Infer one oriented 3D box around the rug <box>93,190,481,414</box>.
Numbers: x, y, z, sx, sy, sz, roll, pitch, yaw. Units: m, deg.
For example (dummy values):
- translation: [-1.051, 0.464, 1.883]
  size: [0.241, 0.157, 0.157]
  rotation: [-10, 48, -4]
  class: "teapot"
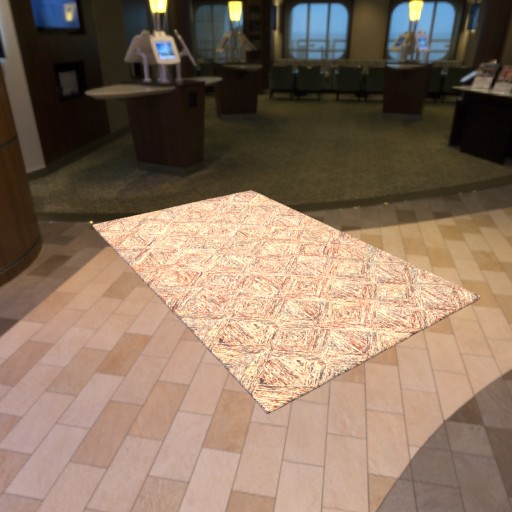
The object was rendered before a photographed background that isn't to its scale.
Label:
- translation: [0.000, 0.000, 2.260]
  size: [1.143, 0.014, 1.761]
  rotation: [-17, 32, -31]
  class: "rug"
